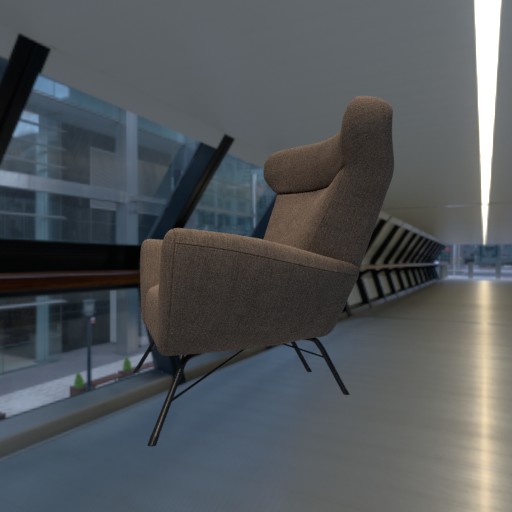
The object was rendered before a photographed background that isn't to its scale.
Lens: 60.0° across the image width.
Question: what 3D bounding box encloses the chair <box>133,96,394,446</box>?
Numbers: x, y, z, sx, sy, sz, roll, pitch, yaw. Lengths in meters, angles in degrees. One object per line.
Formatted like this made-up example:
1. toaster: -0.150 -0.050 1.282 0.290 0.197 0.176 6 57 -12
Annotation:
1. chair: 0.000 0.000 1.747 0.900 1.040 0.980 0 0 -18
